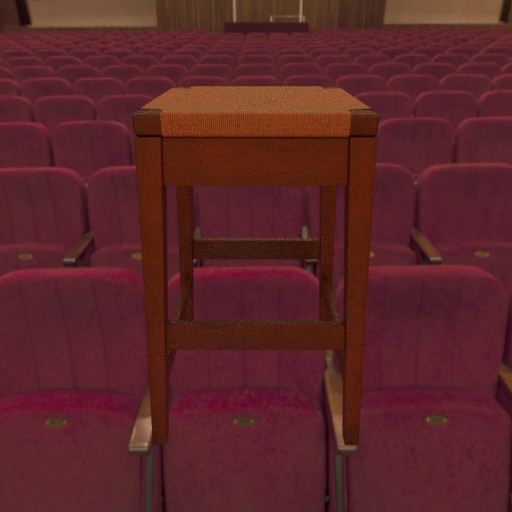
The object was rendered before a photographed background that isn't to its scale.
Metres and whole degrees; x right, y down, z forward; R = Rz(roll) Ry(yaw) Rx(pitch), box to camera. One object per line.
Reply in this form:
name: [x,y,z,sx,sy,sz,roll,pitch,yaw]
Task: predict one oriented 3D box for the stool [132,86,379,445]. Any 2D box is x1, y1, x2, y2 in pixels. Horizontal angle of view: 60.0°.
stool: [0.000,0.000,1.120,0.497,0.762,0.507,0,27,0]
